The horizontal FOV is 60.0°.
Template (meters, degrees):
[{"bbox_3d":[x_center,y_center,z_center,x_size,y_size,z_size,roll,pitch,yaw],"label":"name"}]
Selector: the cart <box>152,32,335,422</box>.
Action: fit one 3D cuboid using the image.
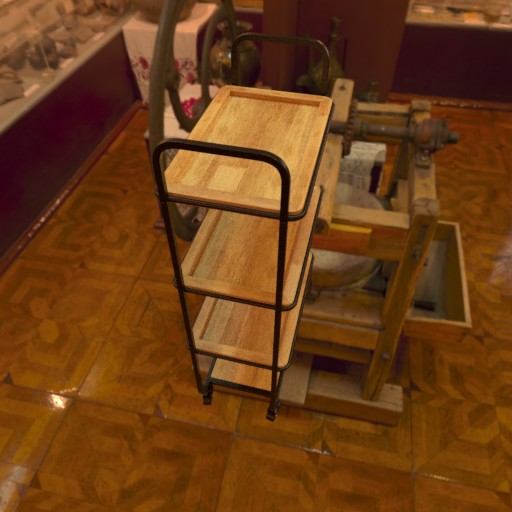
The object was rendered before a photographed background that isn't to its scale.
[{"bbox_3d":[0.000,0.000,1.326,0.321,1.080,0.545,10,47,10],"label":"cart"}]
